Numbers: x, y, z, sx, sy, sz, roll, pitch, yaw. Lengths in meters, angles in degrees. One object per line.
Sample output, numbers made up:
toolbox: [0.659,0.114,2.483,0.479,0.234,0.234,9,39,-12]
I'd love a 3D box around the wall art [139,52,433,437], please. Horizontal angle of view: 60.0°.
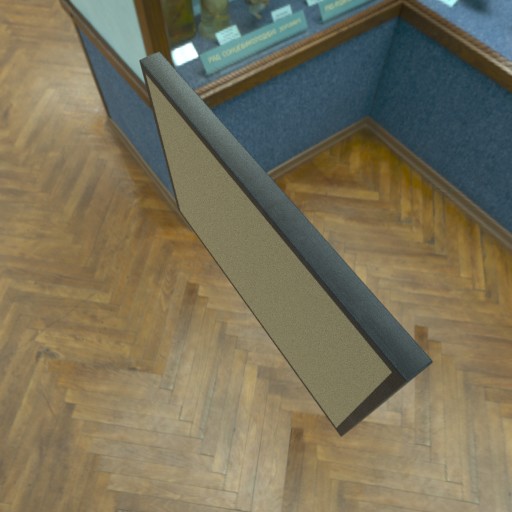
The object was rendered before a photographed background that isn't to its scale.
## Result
wall art: [0.000,0.000,0.759,0.038,0.409,0.610,-30,65,-16]
